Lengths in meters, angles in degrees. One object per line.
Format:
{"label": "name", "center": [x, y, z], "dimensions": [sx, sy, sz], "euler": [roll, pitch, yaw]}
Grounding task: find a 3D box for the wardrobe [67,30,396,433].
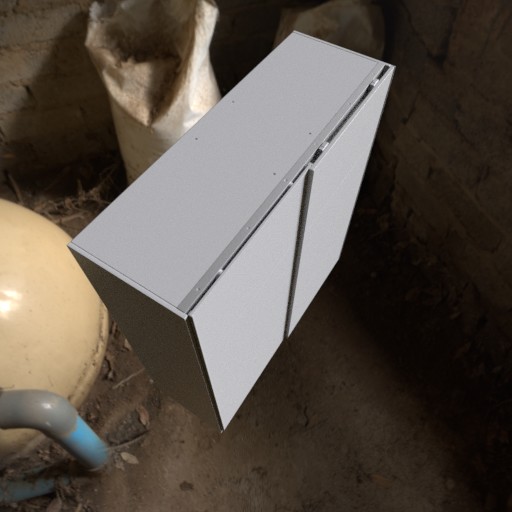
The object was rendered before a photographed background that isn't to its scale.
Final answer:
{"label": "wardrobe", "center": [0.000, 0.000, 2.874], "dimensions": [0.629, 1.960, 1.780], "euler": [28, 62, 17]}
